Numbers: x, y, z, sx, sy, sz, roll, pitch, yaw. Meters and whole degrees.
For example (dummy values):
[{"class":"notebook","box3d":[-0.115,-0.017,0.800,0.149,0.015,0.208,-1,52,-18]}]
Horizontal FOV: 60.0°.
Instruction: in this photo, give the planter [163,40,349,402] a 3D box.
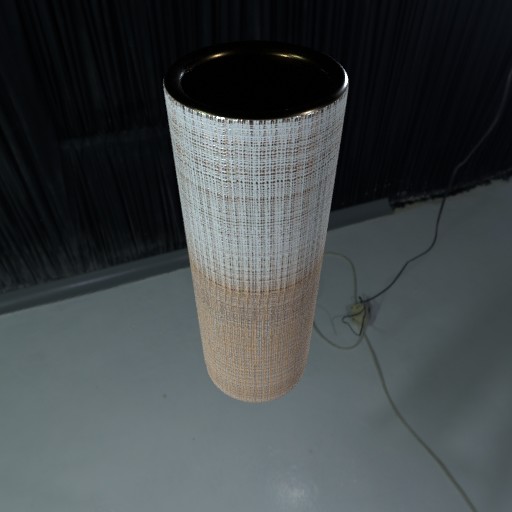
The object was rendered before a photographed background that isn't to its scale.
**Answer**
[{"class":"planter","box3d":[0.000,0.000,0.335,0.099,0.278,0.099,-17,47,-16]}]
